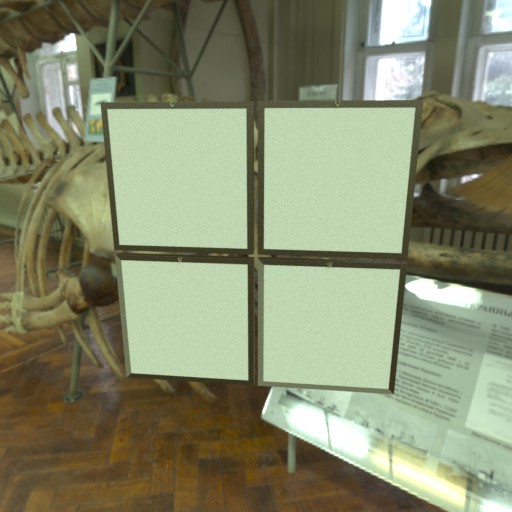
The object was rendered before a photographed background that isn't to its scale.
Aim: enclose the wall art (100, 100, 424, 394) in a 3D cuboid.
[{"bbox_3d":[0.000,0.000,1.562,1.032,1.032,0.030,2,17,6],"label":"wall art"}]
